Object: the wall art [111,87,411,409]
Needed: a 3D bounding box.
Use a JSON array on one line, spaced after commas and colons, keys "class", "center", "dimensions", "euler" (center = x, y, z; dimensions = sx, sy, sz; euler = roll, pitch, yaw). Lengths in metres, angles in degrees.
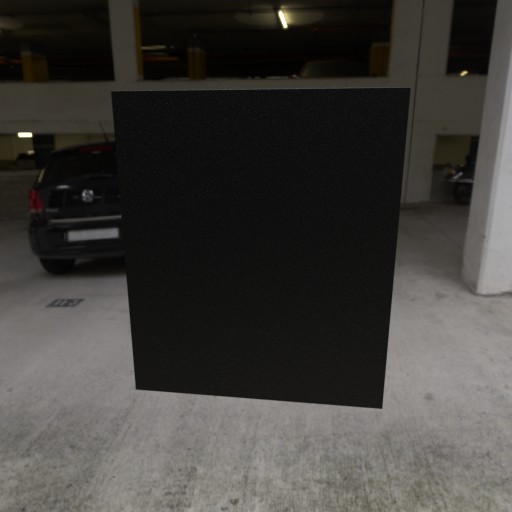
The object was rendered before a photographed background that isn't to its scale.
[{"class": "wall art", "center": [0.000, 0.000, 0.541], "dimensions": [0.325, 0.380, 0.028], "euler": [2, 16, 7]}]
